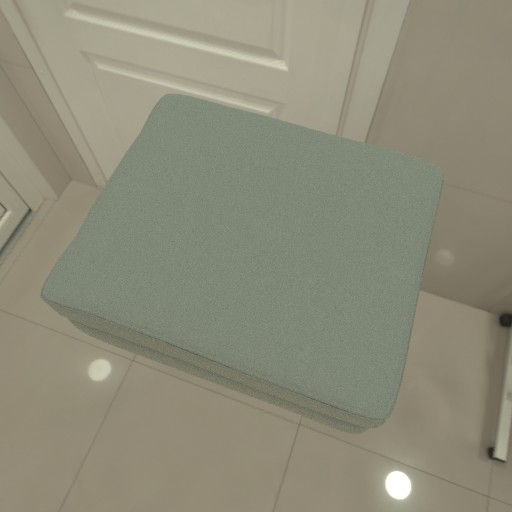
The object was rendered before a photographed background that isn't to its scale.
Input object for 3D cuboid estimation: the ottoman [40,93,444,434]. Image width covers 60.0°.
[{"bbox_3d":[0.000,0.000,1.472,0.991,0.494,0.842,18,65,9],"label":"ottoman"}]
